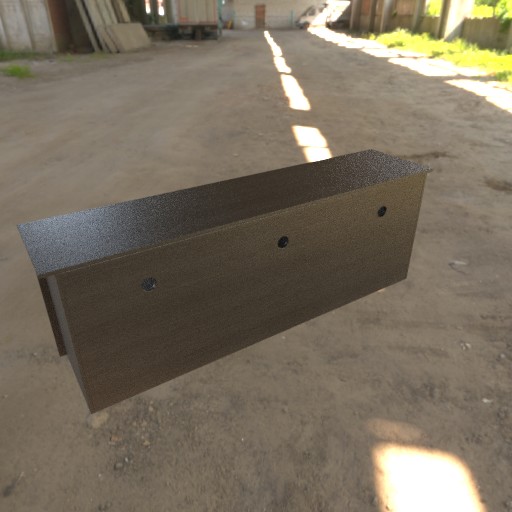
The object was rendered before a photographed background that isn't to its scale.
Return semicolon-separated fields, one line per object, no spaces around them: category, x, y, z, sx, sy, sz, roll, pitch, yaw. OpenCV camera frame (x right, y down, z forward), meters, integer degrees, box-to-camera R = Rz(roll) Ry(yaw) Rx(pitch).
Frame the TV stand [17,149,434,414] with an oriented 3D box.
TV stand;0.000;0.000;2.008;1.778;0.610;0.406;-18;34;-28
